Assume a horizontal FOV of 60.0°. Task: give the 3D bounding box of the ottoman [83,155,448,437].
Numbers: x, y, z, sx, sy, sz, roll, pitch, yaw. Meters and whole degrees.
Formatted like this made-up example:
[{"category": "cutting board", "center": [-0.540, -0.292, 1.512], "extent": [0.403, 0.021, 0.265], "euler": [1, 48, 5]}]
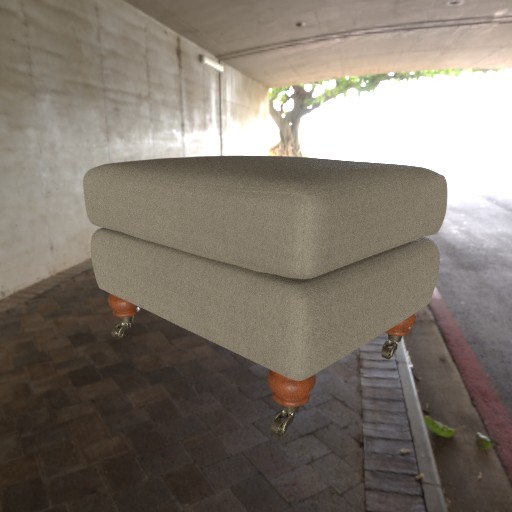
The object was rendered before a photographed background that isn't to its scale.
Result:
[{"category": "ottoman", "center": [0.000, 0.000, 1.153], "extent": [0.773, 0.504, 0.569], "euler": [14, 21, 42]}]
